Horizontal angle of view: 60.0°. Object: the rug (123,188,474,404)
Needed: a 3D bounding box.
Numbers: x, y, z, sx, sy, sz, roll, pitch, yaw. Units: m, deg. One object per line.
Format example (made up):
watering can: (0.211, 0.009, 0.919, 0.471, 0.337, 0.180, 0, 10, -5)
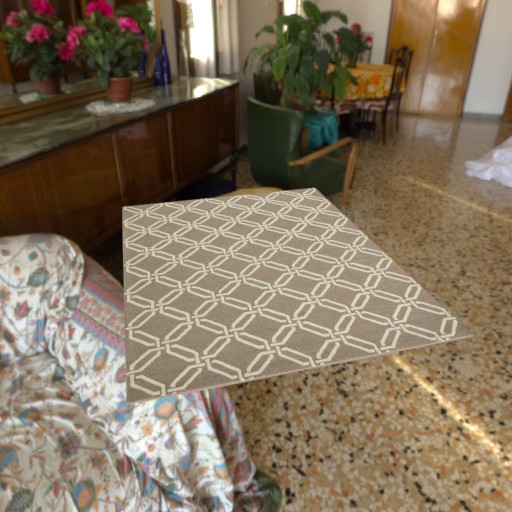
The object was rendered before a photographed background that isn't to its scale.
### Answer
rug: (0.000, 0.000, 3.955, 2.288, 0.018, 2.895, -8, 30, -13)
